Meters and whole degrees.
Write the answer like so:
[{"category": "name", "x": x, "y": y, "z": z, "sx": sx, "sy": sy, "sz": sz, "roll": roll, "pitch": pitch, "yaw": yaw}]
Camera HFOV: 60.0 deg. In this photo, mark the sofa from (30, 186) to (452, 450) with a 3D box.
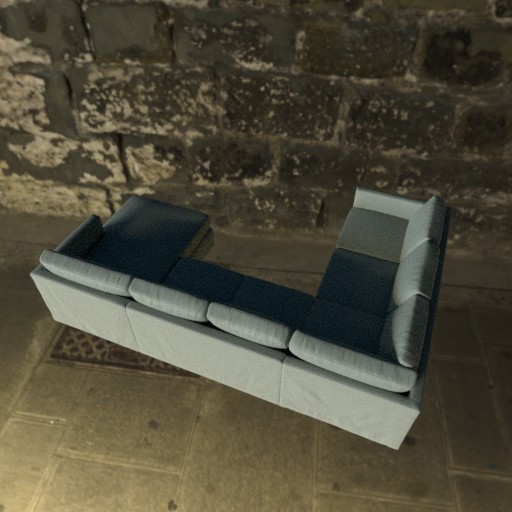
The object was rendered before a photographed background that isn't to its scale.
[{"category": "sofa", "x": 0.000, "y": 0.000, "z": 4.481, "sx": 3.460, "sy": 0.882, "sz": 2.427, "roll": 16, "pitch": 47, "yaw": 15}]
